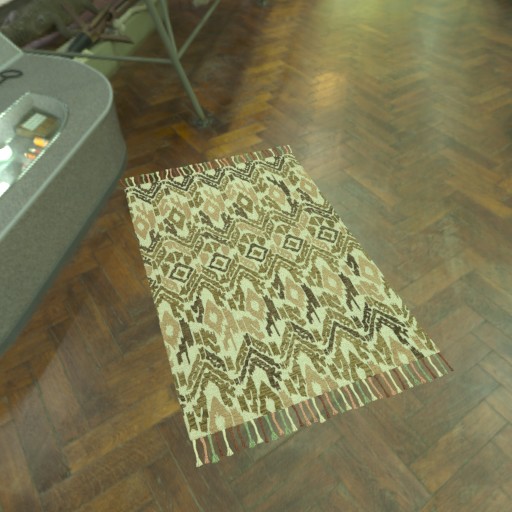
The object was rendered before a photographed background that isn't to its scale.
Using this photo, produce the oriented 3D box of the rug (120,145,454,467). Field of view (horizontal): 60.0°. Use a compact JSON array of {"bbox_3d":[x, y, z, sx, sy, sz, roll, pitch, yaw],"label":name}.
[{"bbox_3d":[0.000,0.000,3.070,1.524,0.008,2.438,-15,48,-14],"label":"rug"}]
